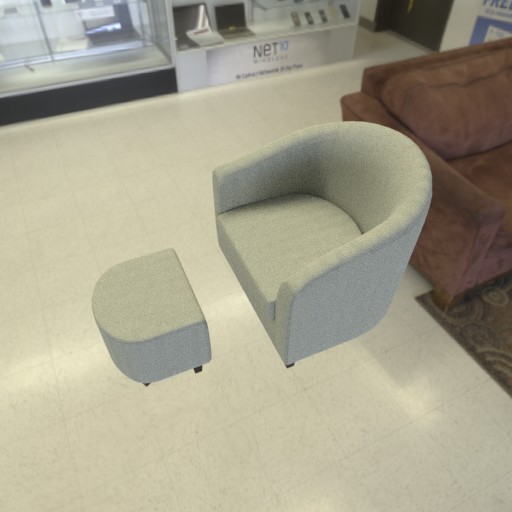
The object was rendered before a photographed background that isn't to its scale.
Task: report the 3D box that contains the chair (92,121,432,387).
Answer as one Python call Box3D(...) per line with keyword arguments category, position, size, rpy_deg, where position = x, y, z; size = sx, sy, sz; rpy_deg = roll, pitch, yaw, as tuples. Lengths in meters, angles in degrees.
Box3D(category="chair", position=(0.000, 0.000, 1.760), size=(1.288, 0.757, 0.756), rpy_deg=(-17, 48, -17))
